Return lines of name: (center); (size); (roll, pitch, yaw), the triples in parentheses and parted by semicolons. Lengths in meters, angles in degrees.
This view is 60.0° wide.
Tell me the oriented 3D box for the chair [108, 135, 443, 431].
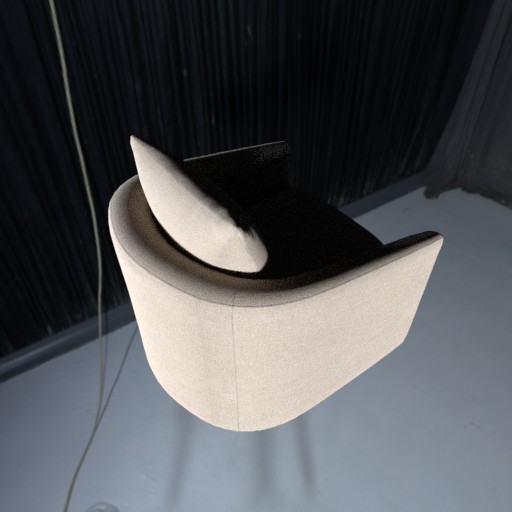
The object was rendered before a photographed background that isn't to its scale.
chair: (0.000, 0.000, 1.564); (0.910, 0.848, 0.845); (-25, 47, -26)
